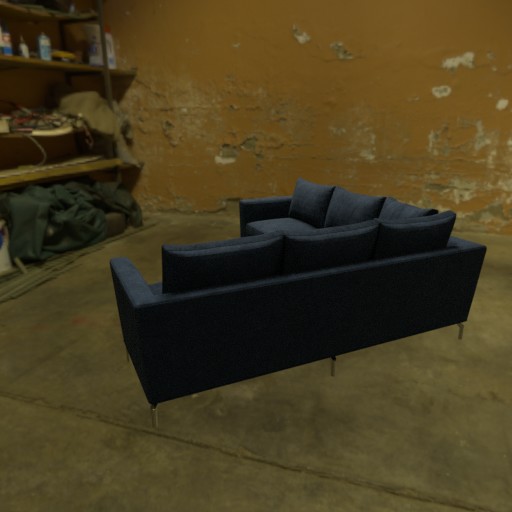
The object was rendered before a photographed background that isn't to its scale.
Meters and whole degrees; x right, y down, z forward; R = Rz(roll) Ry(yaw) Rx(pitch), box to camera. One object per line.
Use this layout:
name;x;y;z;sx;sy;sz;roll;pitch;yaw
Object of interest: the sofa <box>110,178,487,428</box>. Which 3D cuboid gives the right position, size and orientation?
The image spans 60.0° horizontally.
sofa;0.000;0.000;3.762;2.463;0.988;2.472;-8;19;-24
